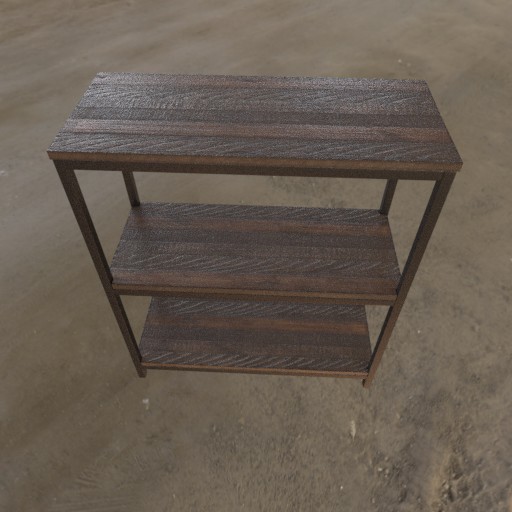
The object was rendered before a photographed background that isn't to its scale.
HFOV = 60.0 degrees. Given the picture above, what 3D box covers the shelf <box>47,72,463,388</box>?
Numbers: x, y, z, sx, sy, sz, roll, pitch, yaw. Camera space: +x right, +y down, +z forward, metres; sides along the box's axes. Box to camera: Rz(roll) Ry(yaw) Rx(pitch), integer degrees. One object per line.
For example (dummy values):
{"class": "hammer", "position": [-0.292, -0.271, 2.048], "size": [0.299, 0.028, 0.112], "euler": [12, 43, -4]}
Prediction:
{"class": "shelf", "position": [0.000, 0.000, 1.339], "size": [0.822, 0.947, 0.352], "euler": [2, 47, 2]}
